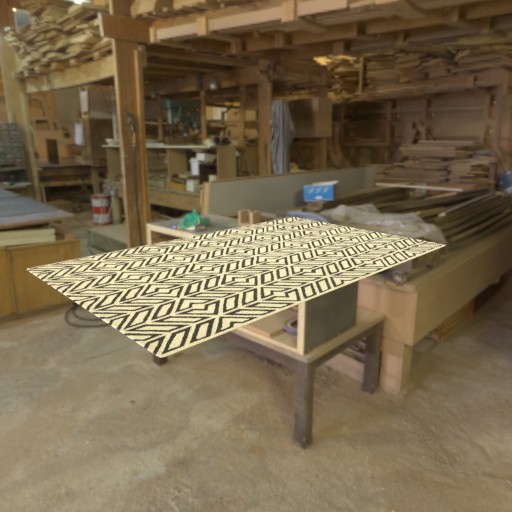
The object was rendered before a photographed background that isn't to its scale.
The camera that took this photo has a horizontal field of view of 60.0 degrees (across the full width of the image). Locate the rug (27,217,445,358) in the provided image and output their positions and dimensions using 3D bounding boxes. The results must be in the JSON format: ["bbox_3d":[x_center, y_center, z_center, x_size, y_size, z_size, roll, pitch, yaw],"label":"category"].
[{"bbox_3d":[0.000,0.000,2.990,2.438,0.008,1.523,-15,21,-42],"label":"rug"}]
